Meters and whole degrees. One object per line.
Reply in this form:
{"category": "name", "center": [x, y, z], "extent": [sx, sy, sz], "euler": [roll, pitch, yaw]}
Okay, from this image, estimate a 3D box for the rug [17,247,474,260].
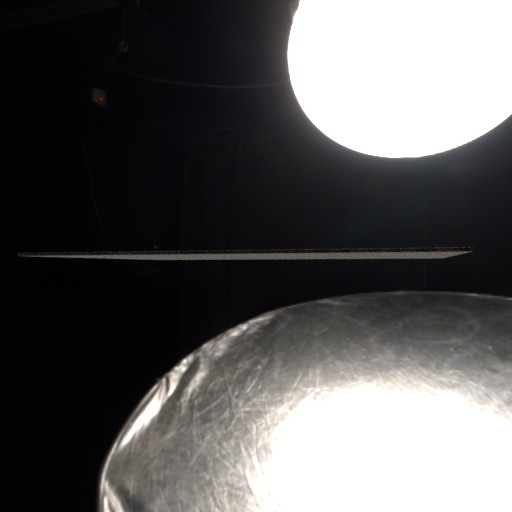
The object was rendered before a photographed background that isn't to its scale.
{"category": "rug", "center": [0.000, 0.000, 2.802], "extent": [2.298, 0.017, 1.501], "euler": [0, -1, 19]}
